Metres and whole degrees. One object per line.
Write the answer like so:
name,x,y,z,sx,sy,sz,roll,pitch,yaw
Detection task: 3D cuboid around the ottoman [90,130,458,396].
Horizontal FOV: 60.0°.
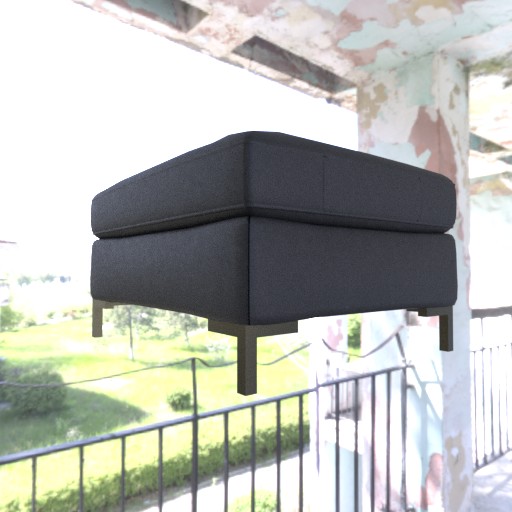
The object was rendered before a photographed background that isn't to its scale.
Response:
ottoman,0.000,0.000,1.780,0.967,0.696,1.187,1,-2,-38
